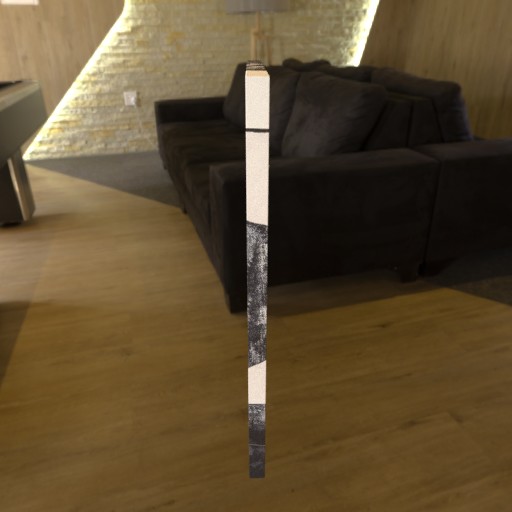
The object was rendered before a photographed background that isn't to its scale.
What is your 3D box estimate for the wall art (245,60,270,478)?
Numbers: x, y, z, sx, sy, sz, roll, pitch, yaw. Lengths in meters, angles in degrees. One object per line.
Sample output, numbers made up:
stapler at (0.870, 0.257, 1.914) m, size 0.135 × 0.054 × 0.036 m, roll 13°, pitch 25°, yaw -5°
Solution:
wall art at (0.000, 0.000, 1.160) m, size 0.041 × 0.915 × 0.610 m, roll 0°, pitch 26°, yaw -1°
